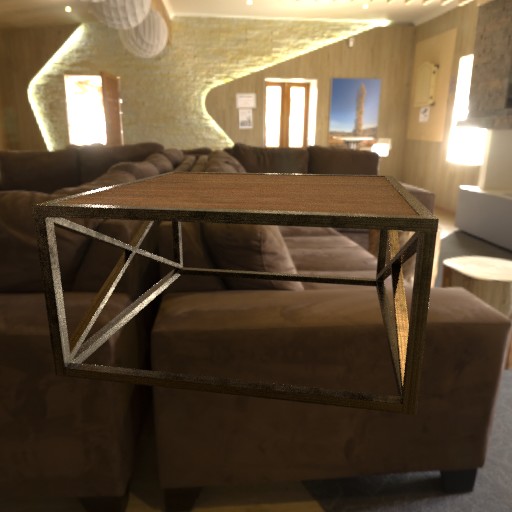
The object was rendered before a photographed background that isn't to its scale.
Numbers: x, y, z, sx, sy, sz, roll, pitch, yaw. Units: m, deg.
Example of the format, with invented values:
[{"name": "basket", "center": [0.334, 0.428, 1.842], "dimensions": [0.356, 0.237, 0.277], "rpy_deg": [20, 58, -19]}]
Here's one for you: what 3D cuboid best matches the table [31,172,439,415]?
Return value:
[{"name": "table", "center": [0.000, 0.000, 1.446], "dimensions": [0.909, 0.451, 0.899], "rpy_deg": [3, 16, 10]}]
